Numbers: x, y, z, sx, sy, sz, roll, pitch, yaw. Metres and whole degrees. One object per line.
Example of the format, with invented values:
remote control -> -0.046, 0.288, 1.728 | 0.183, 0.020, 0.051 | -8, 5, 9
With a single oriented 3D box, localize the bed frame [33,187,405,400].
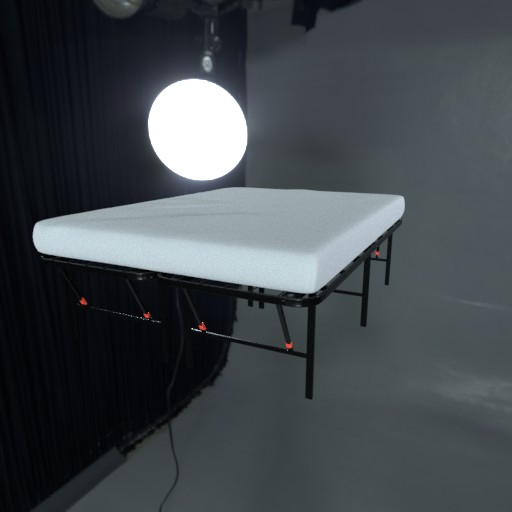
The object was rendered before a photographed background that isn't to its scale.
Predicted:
bed frame -> 0.000, 0.000, 2.588 | 1.372, 0.637, 1.905 | 7, 16, 26
